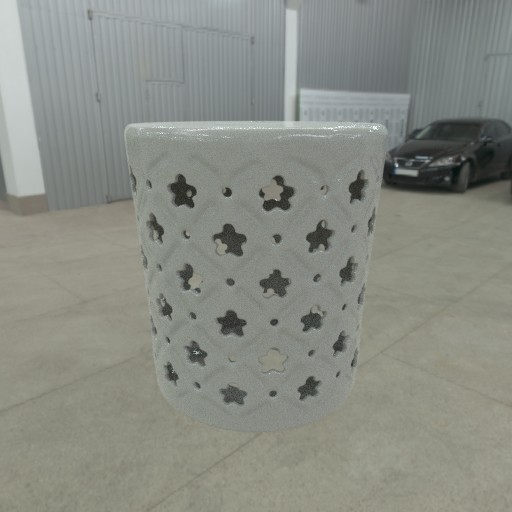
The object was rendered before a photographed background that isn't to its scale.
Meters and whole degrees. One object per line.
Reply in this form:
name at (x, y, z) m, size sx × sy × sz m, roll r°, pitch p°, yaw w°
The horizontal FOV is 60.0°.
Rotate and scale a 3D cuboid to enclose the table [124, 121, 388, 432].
table at (0.000, 0.000, 0.665) m, size 0.352 × 0.387 × 0.352 m, roll 0°, pitch 18°, yaw 0°
